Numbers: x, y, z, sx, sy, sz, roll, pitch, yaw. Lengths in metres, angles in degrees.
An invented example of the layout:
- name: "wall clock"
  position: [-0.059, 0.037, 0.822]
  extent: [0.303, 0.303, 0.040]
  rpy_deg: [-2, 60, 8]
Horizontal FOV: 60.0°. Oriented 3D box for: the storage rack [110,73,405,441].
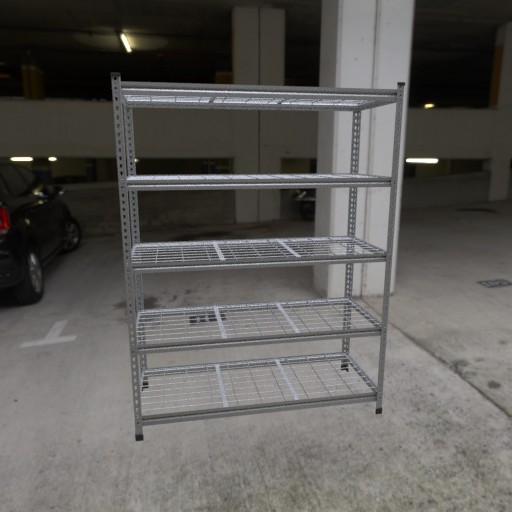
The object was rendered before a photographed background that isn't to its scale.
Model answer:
- name: "storage rack"
  position: [0.000, 0.000, 2.749]
  extent: [1.524, 1.981, 0.610]
  rpy_deg: [-2, 13, -10]
